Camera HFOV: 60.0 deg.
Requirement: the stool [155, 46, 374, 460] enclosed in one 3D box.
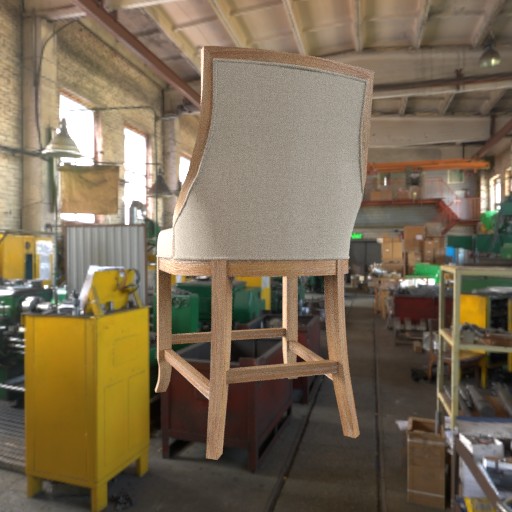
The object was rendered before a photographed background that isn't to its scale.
[{"bbox_3d":[0.000,0.000,1.313,0.524,0.938,0.626,0,1,-19],"label":"stool"}]
